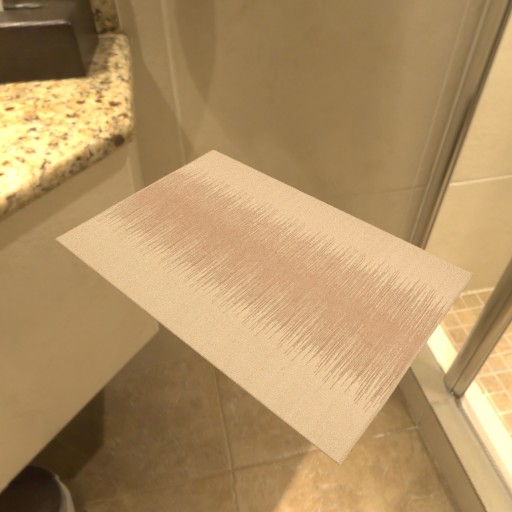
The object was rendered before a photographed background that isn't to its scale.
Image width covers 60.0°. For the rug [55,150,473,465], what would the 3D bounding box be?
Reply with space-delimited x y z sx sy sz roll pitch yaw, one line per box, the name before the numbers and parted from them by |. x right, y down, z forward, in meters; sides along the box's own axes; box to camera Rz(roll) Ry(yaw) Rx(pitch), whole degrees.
rug | 0.000 0.000 2.334 1.850 0.006 1.234 31 52 28
